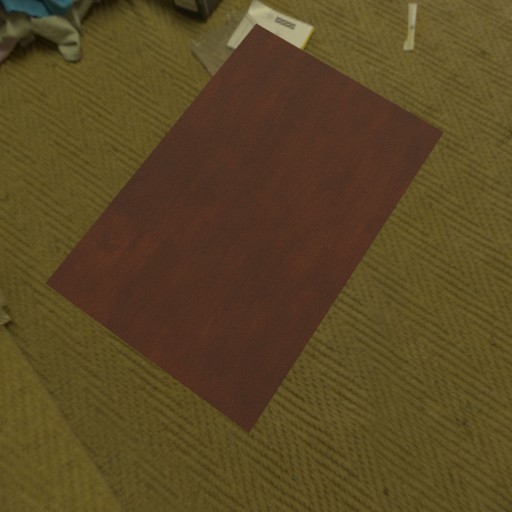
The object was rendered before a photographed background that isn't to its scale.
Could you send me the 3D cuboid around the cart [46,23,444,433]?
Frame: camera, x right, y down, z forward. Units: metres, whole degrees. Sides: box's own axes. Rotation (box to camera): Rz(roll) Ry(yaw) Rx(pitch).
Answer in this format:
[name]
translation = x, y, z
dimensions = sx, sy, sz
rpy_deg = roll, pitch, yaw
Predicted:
[cart]
translation = 0.000, 0.000, 1.246
dimensions = 0.442, 0.864, 0.683
rpy_deg = 34, 78, 8
